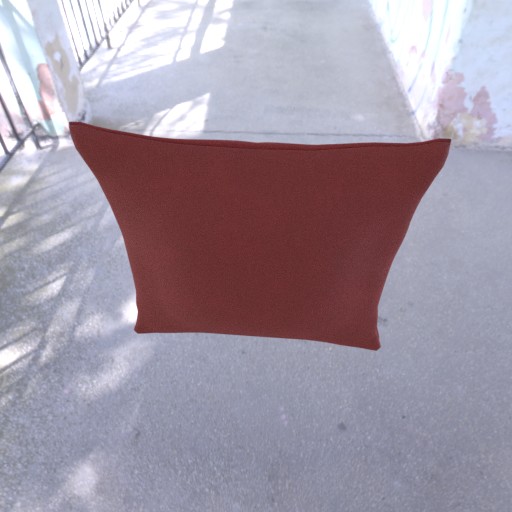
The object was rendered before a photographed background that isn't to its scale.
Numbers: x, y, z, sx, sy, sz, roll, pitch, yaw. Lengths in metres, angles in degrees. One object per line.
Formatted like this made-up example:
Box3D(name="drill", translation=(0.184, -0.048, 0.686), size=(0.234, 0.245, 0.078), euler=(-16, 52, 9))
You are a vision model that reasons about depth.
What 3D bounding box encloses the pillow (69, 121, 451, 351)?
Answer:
Box3D(name="pillow", translation=(0.000, 0.000, 0.645), size=(0.435, 0.416, 0.151), euler=(3, 47, 3))
